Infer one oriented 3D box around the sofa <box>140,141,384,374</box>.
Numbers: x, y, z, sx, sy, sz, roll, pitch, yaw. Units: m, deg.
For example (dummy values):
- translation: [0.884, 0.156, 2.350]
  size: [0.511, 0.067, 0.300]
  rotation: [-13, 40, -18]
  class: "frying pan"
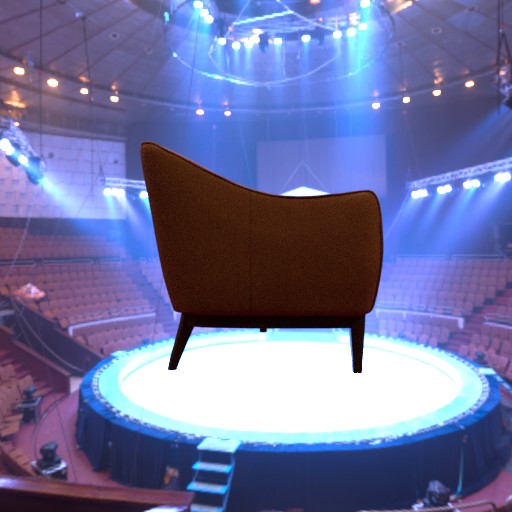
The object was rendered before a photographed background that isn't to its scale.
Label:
- translation: [0.000, 0.000, 2.420]
  size: [0.869, 0.830, 1.928]
  rotation: [0, 0, 0]
  class: "sofa"
